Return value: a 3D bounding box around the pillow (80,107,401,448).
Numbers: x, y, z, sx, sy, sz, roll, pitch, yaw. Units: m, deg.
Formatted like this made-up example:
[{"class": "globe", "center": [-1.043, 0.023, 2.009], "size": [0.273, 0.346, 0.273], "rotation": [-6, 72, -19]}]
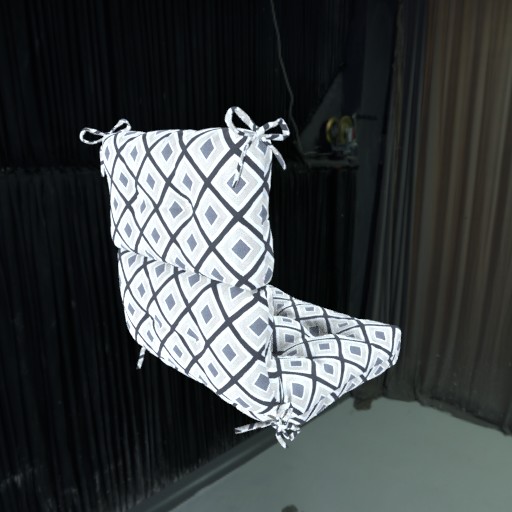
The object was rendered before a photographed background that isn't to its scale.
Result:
[{"class": "pillow", "center": [0.000, 0.000, 1.021], "size": [0.571, 0.605, 0.519], "rotation": [-14, 20, -43]}]
